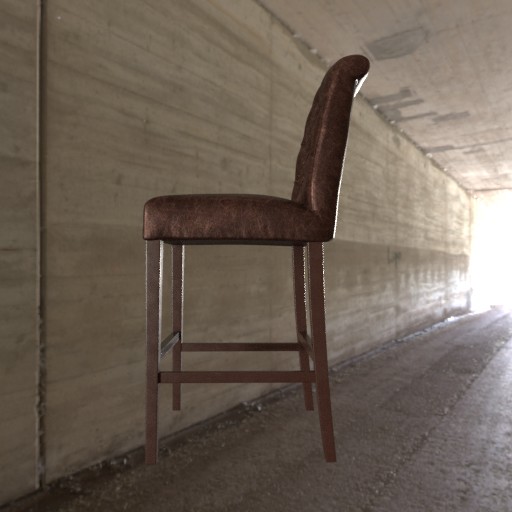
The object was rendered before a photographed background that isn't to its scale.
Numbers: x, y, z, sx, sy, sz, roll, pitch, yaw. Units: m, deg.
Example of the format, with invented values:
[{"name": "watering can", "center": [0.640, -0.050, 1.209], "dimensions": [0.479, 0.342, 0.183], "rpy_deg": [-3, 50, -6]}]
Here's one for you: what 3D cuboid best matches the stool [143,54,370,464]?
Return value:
[{"name": "stool", "center": [0.000, 0.000, 1.478], "dimensions": [0.659, 1.168, 0.483], "rpy_deg": [0, 0, -1]}]
